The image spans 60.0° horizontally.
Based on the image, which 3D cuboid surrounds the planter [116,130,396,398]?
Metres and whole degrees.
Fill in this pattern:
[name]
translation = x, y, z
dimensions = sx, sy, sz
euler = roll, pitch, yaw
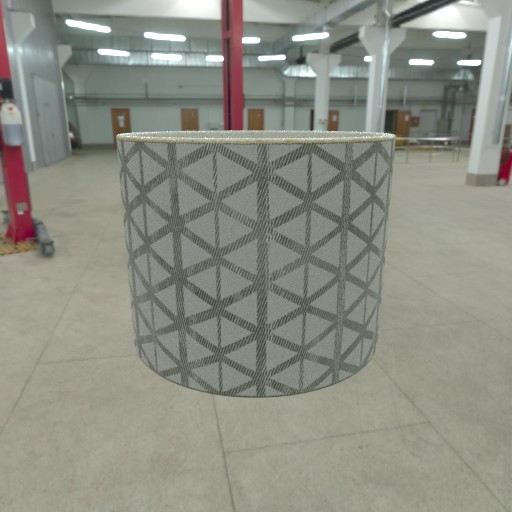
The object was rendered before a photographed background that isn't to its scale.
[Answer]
[planter]
translation = 0.000, 0.000, 0.448
dimensions = 0.250, 0.239, 0.250
euler = 0, 17, 0
